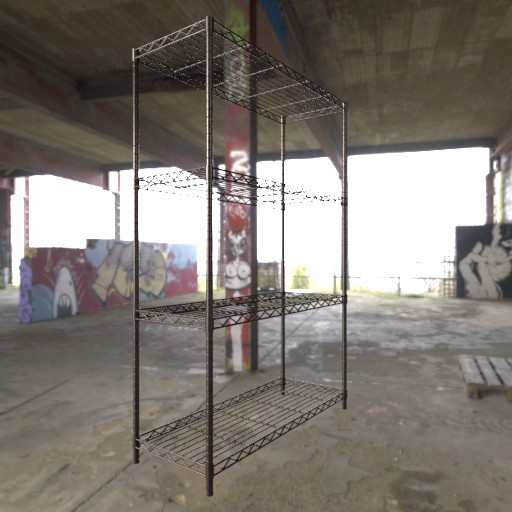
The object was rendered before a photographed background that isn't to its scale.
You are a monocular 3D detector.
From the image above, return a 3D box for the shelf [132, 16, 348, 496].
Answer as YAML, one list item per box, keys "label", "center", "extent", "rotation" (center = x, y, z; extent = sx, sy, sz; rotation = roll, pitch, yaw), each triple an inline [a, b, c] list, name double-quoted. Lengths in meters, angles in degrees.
- label: "shelf"
  center: [0.000, 0.000, 1.716]
  extent: [0.352, 1.361, 0.907]
  rotation: [0, 0, 37]
